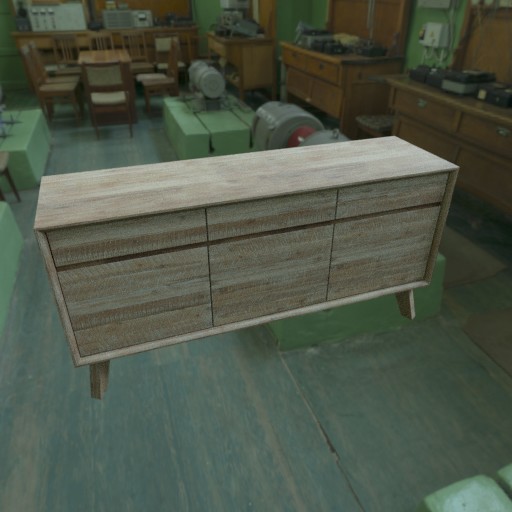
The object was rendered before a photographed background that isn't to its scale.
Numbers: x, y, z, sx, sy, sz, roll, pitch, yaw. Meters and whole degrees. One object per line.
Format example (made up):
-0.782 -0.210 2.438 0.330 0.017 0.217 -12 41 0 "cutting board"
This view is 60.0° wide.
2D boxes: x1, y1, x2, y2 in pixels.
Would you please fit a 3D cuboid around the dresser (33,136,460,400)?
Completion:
0.000 0.000 1.969 1.602 0.788 0.455 -11 33 -16 "dresser"
